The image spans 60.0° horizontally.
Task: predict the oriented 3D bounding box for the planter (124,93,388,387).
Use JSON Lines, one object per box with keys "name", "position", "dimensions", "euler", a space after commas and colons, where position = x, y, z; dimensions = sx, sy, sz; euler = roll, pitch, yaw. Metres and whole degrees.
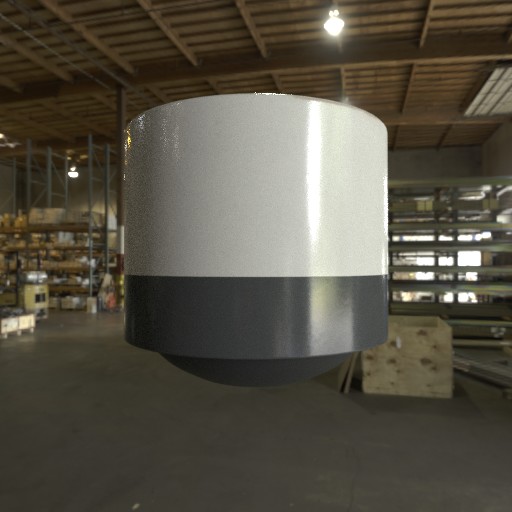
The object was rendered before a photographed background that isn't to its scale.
{"name": "planter", "position": [0.000, 0.000, 0.338], "dimensions": [0.193, 0.177, 0.193], "euler": [0, -1, 0]}
